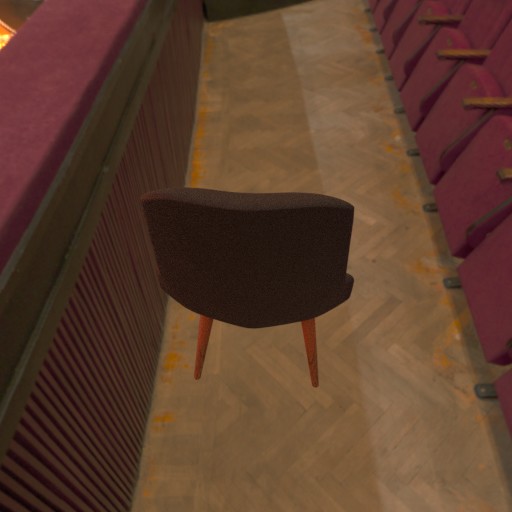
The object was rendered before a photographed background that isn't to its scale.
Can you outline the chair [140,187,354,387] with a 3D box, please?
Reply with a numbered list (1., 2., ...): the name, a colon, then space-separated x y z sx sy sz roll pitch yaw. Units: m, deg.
1. chair: 0.000 0.000 1.172 0.504 0.820 0.567 3 47 3
